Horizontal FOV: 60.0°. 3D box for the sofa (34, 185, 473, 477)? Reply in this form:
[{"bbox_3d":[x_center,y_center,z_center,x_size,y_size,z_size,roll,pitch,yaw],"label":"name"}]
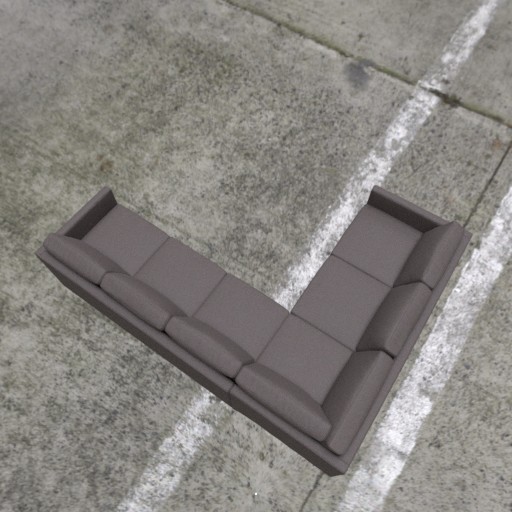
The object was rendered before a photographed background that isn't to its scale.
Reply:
[{"bbox_3d":[0.000,0.000,4.228,3.182,0.871,2.432,31,66,15],"label":"sofa"}]
